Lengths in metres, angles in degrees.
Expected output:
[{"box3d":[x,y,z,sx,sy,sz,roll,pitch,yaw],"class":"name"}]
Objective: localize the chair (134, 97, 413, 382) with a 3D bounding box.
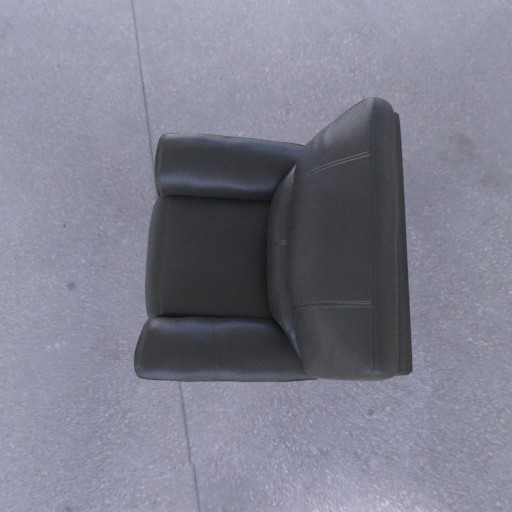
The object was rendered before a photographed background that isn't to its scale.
[{"box3d":[0.000,0.000,1.986,1.087,1.109,1.096,2,76,0],"class":"chair"}]
